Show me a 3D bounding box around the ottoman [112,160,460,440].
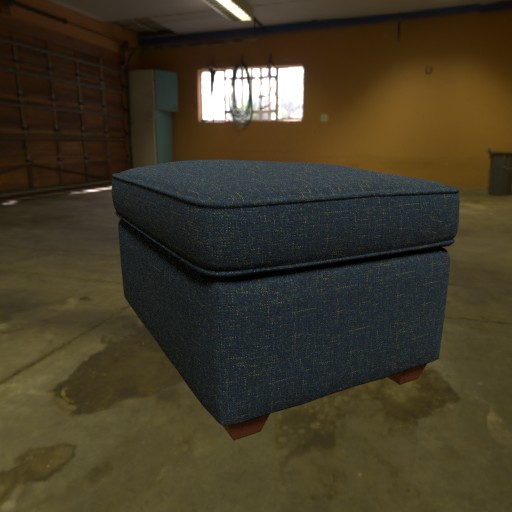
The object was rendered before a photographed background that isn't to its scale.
[{"bbox_3d":[0.000,0.000,1.080,0.549,0.450,0.749,-7,16,-27],"label":"ottoman"}]
